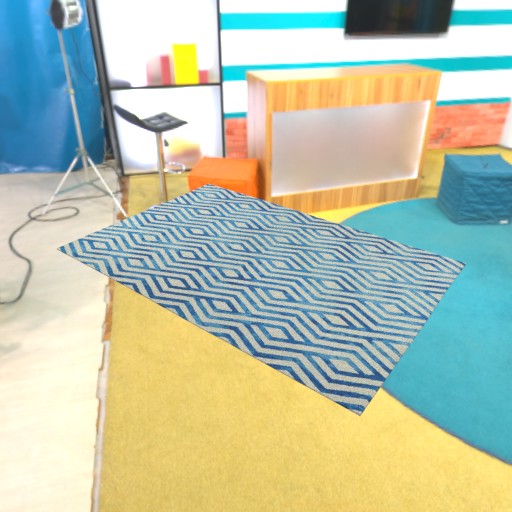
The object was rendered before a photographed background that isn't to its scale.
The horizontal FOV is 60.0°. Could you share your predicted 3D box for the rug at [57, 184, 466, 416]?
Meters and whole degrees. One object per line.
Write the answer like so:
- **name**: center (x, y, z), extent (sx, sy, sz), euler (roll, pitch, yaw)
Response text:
- **rug**: center (0.000, 0.000, 2.375), extent (1.830, 0.008, 1.225), euler (22, 37, 32)
